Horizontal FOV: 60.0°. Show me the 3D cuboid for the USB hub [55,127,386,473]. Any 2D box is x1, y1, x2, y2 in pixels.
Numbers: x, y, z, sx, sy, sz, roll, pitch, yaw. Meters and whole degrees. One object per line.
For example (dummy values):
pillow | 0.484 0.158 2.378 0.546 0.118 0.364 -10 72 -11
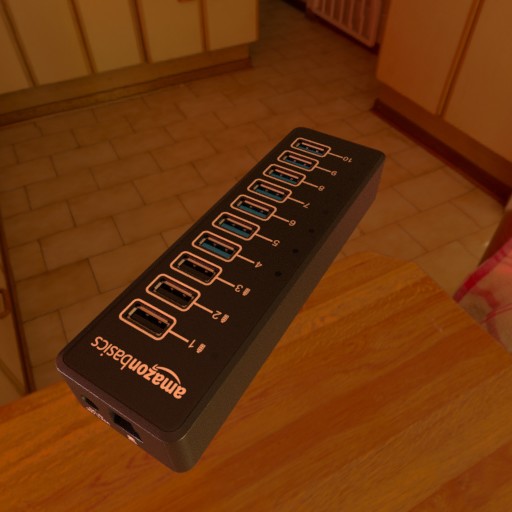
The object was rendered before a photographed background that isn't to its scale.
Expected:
USB hub | 0.000 0.000 0.163 0.044 0.023 0.145 24 52 21
